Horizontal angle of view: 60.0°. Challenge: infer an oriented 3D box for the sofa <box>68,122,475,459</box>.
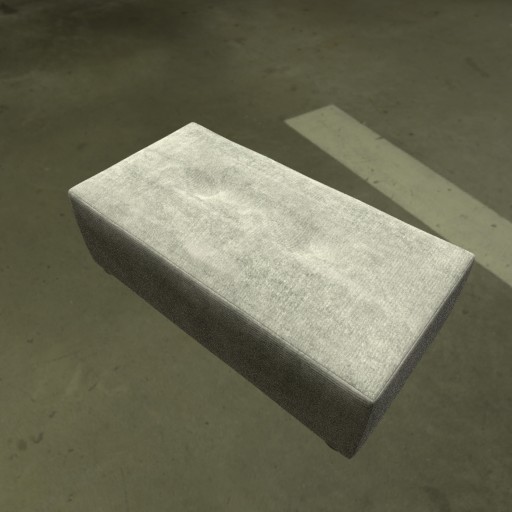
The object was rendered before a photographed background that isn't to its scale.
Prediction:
[{"bbox_3d":[0.000,0.000,1.165,0.930,0.330,0.480,31,54,26],"label":"sofa"}]
